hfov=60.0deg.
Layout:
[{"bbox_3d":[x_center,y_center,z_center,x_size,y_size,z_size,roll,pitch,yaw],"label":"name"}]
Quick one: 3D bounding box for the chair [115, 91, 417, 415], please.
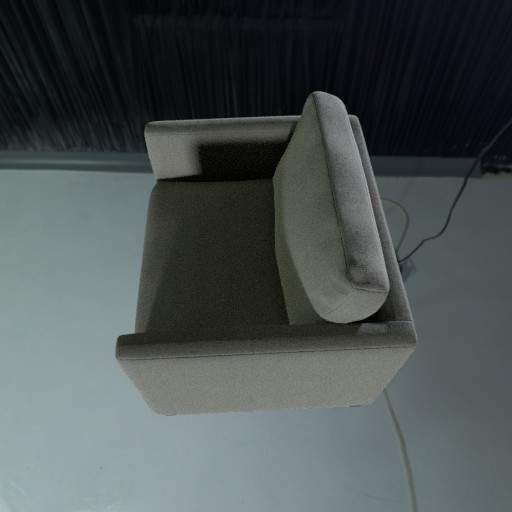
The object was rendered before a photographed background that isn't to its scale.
[{"bbox_3d":[0.000,0.000,1.844,0.959,0.963,1.107,-2,56,-2],"label":"chair"}]
